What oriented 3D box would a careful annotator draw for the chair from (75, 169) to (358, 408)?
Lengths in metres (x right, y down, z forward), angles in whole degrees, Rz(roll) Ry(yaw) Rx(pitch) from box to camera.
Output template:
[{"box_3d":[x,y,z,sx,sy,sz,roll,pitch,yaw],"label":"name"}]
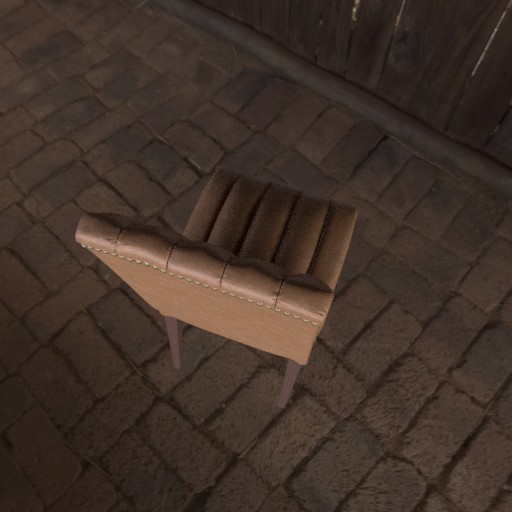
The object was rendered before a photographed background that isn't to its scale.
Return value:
[{"box_3d":[0.000,0.000,1.336,0.511,1.016,0.647,18,64,9],"label":"chair"}]
